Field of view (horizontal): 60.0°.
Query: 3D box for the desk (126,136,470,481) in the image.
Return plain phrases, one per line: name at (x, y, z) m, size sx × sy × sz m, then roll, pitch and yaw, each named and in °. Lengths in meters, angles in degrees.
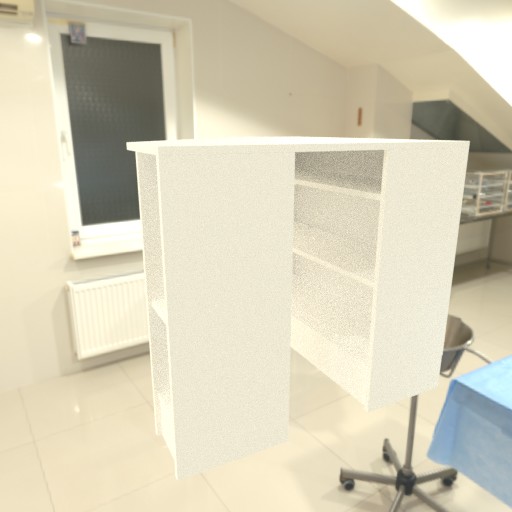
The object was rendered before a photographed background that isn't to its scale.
desk at (0.000, 0.000, 1.609) m, size 0.926 × 0.818 × 0.940 m, roll -8°, pitch 18°, yaw -26°
